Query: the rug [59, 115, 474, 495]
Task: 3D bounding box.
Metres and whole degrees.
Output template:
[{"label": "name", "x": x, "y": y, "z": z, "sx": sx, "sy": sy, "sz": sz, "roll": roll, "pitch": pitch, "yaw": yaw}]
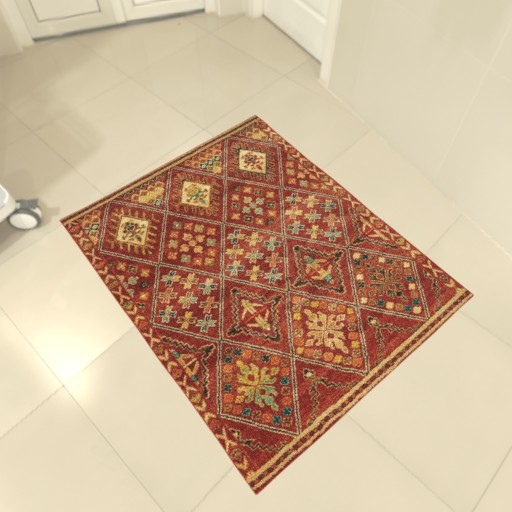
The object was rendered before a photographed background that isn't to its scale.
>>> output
[{"label": "rug", "x": 0.000, "y": 0.000, "z": 4.142, "sx": 2.489, "sy": 0.030, "sz": 3.086, "roll": -34, "pitch": 63, "yaw": -20}]
